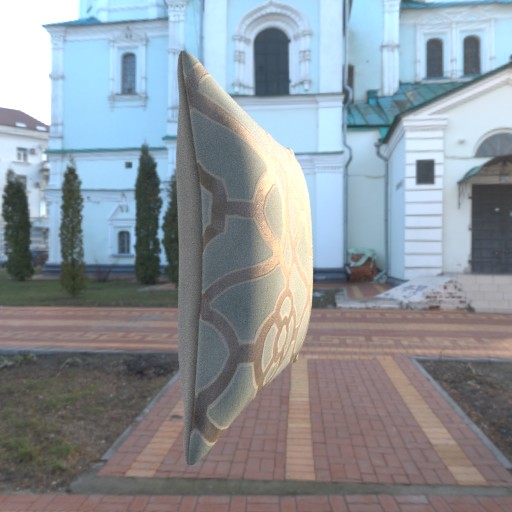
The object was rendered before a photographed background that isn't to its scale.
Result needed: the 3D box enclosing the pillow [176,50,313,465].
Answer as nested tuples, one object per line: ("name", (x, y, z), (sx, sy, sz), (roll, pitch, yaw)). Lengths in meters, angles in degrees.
("pillow", (0.000, 0.000, 0.798), (0.166, 0.508, 0.552), (0, 0, 18))
